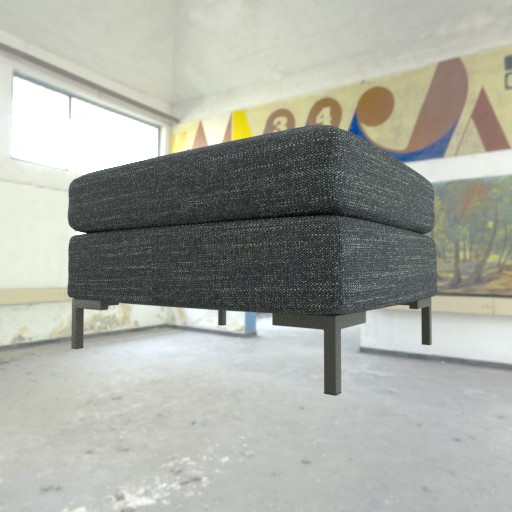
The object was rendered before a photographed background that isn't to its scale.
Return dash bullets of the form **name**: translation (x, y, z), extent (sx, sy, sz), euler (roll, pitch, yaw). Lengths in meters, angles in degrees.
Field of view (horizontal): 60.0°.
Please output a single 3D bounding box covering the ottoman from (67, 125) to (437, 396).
- **ottoman**: translation (0.000, 0.000, 1.210), extent (0.814, 0.491, 0.667), euler (-1, -2, 35)
